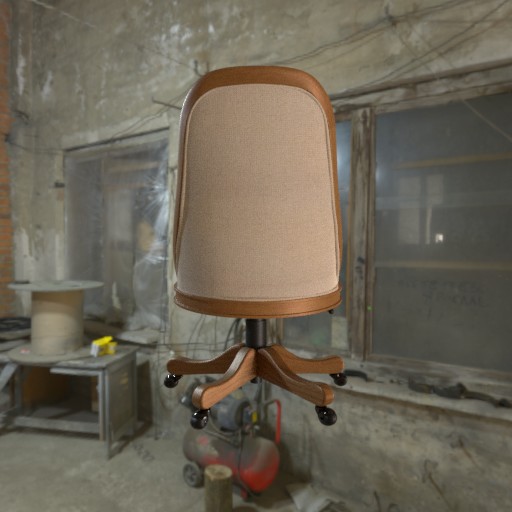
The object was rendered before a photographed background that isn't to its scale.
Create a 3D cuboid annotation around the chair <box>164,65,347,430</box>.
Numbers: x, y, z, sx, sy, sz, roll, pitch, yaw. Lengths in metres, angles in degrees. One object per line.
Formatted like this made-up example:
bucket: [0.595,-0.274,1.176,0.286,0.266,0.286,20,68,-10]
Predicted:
chair: [0.000,0.000,1.549,0.702,1.009,0.811,0,1,0]
